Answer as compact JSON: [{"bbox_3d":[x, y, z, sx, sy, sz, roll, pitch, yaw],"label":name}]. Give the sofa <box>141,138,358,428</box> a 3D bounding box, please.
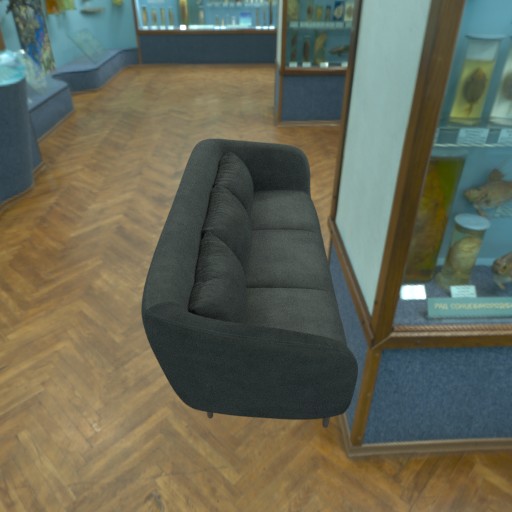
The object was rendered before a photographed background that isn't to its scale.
[{"bbox_3d":[0.000,0.000,2.795,0.956,0.875,2.296,0,33,0],"label":"sofa"}]
